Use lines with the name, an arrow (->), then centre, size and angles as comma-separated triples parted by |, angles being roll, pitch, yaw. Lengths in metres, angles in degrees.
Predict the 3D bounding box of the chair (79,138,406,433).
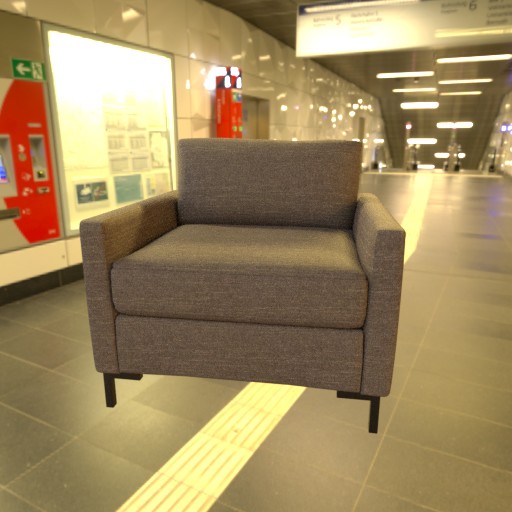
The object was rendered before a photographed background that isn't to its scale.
chair -> 0.000, 0.000, 1.630 | 0.940, 0.841, 0.845 | 2, 15, 9
